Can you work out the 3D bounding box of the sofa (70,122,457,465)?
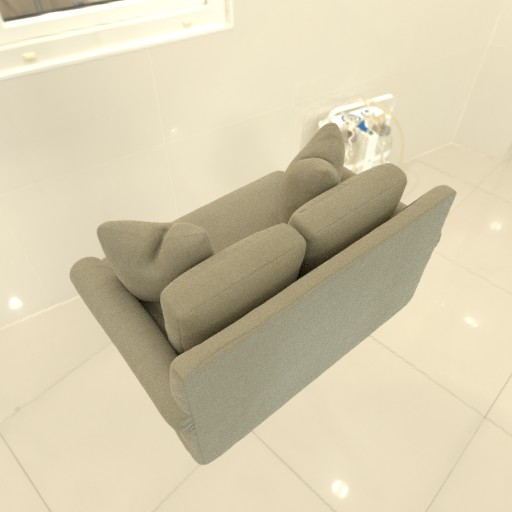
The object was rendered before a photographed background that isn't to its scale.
[{"bbox_3d":[0.000,0.000,2.161,1.550,0.905,1.070,-31,54,-25],"label":"sofa"}]
